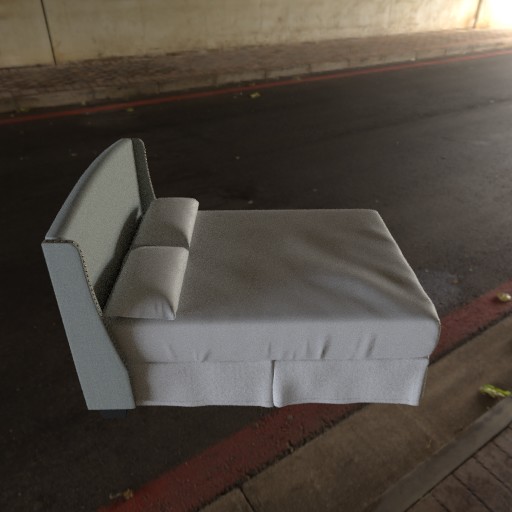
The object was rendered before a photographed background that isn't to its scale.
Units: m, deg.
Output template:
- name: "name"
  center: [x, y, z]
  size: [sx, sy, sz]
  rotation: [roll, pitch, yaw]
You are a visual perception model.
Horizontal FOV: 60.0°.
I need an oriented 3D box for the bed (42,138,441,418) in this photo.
- name: "bed"
  center: [0.000, 0.000, 3.257]
  size: [2.237, 1.407, 1.710]
  rotation: [-1, 32, -1]
